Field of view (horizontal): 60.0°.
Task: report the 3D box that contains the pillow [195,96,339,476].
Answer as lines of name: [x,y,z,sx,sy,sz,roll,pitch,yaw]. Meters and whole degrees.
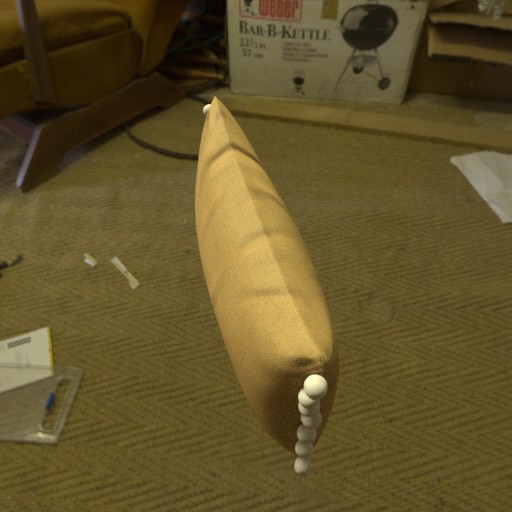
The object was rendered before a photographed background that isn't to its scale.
pillow: [0.000,0.000,0.837,0.201,0.322,0.709,-11,47,-10]
